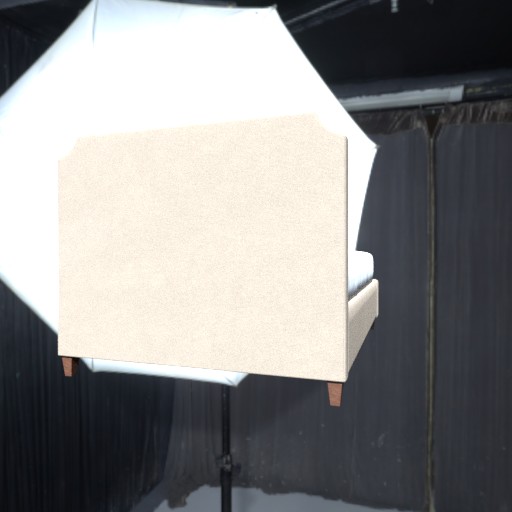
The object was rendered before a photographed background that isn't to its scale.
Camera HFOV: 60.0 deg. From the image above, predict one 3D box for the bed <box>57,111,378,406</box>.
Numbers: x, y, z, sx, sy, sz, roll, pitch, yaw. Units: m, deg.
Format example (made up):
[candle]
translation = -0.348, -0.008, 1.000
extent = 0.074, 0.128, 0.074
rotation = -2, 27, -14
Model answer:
[bed]
translation = 0.000, 0.000, 3.444
extent = 1.703, 1.415, 2.329
rotation = 0, 1, 19
